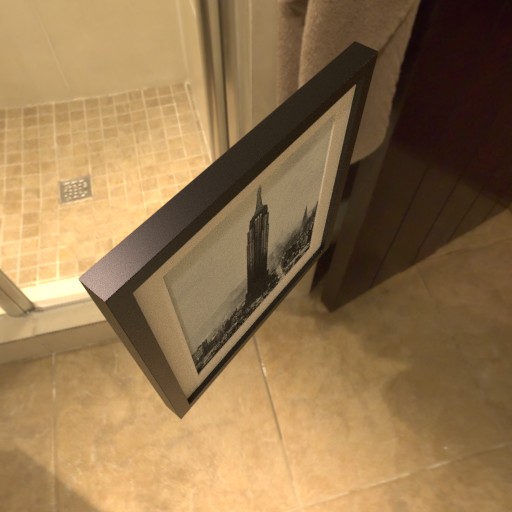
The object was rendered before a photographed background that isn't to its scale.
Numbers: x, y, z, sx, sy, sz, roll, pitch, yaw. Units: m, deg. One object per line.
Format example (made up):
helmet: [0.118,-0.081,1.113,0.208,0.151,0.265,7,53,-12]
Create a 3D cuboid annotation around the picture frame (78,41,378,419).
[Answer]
picture frame: [0.000,0.000,0.521,0.029,0.353,0.355,34,64,19]
